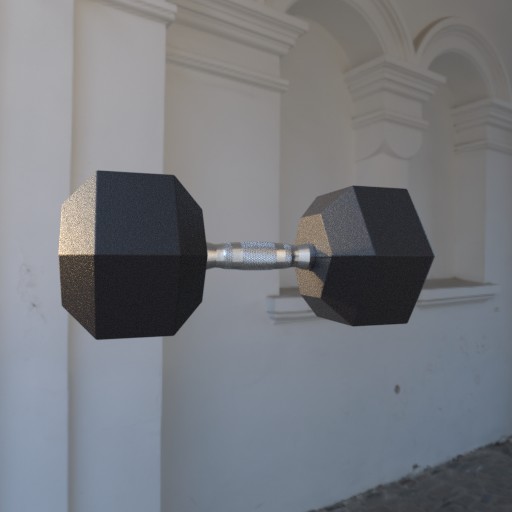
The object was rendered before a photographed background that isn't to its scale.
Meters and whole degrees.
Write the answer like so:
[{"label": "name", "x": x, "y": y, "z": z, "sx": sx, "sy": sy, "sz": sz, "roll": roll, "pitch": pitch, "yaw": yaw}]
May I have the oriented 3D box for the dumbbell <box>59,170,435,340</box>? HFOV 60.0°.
[{"label": "dumbbell", "x": 0.000, "y": 0.000, "z": 0.482, "sx": 0.384, "sy": 0.150, "sz": 0.173, "roll": 0, "pitch": -1, "yaw": -18}]
